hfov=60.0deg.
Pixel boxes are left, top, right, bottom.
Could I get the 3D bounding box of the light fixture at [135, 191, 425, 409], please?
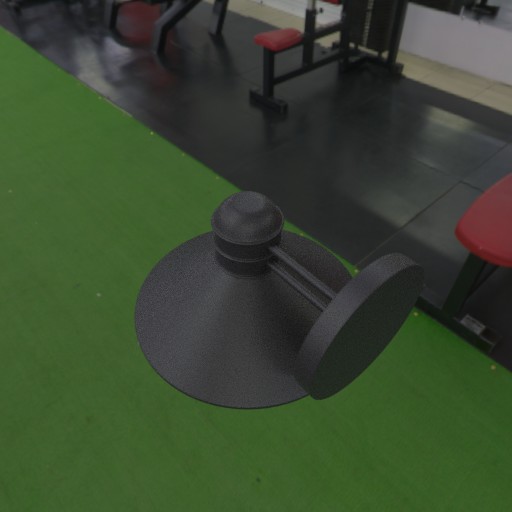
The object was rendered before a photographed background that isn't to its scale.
[{"bbox_3d":[0.000,0.000,0.680,0.396,0.265,0.434,-31,53,-27],"label":"light fixture"}]
